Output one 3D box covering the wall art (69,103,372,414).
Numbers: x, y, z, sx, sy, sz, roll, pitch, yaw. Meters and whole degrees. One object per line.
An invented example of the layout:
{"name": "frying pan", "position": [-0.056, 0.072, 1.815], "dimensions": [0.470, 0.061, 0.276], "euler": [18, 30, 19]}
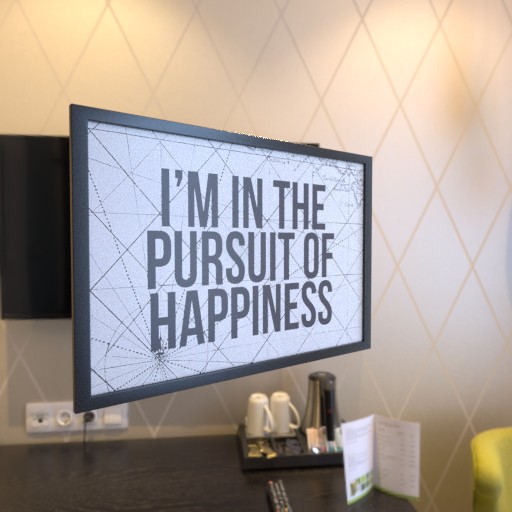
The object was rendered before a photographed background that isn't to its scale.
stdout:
{"name": "wall art", "position": [0.000, 0.000, 1.036], "dimensions": [0.819, 0.552, 0.015], "euler": [-1, 2, -37]}
